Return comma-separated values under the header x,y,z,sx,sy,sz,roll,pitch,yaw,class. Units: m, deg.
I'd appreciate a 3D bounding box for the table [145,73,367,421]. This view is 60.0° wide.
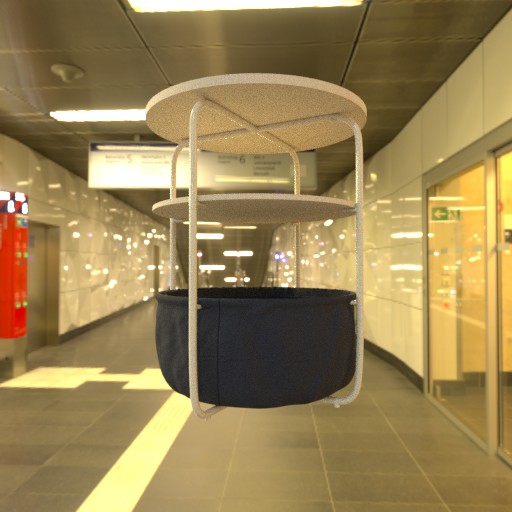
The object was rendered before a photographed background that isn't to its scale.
x,y,z,sx,sy,sz,roll,pitch,yaw,class
0.000,0.000,0.859,0.418,0.532,0.418,0,-1,-17,table
